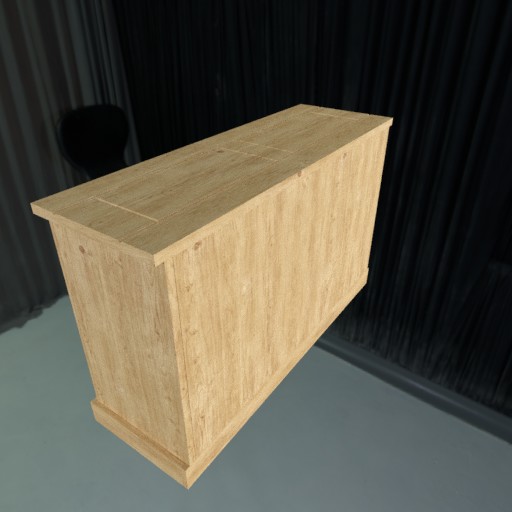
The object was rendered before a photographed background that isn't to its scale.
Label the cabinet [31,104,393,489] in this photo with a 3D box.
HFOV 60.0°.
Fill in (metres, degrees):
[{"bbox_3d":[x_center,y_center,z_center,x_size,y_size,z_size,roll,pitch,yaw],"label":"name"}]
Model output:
[{"bbox_3d":[0.000,0.000,1.659,0.432,0.810,1.321,20,37,30],"label":"cabinet"}]
